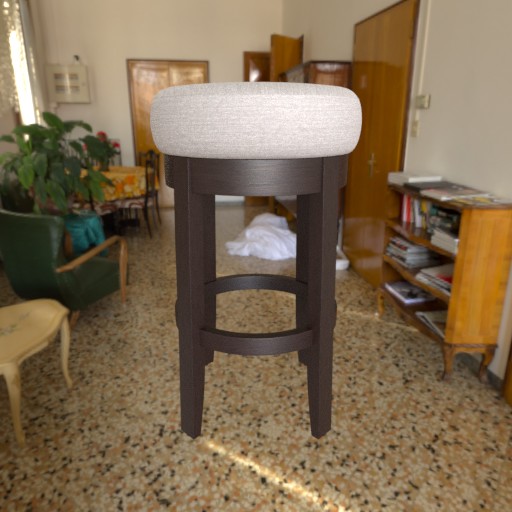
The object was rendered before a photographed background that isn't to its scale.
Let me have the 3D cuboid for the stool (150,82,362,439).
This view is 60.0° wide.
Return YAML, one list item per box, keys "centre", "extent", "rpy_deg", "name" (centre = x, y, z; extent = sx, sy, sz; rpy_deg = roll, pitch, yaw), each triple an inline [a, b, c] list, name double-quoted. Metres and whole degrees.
- centre: [0.000, 0.000, 1.041]
  extent: [0.443, 0.757, 0.443]
  rpy_deg: [0, 17, 0]
  name: "stool"
